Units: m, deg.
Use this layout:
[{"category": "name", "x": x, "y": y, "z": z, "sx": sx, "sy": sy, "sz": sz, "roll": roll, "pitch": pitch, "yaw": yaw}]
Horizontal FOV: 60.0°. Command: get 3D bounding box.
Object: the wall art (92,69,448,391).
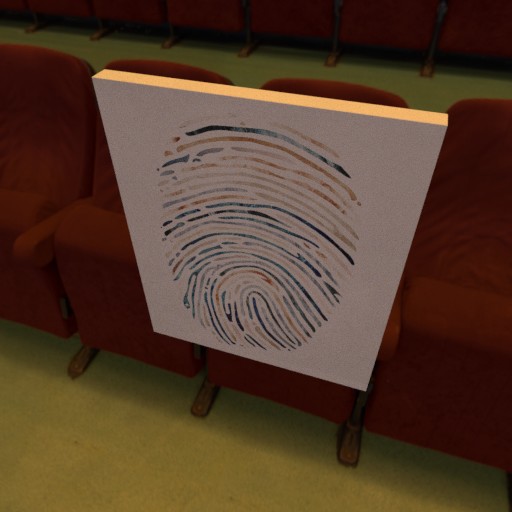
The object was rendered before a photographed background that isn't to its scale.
[{"category": "wall art", "x": 0.000, "y": 0.000, "z": 0.819, "sx": 0.508, "sy": 0.606, "sz": 0.037, "roll": 13, "pitch": 44, "yaw": 14}]
